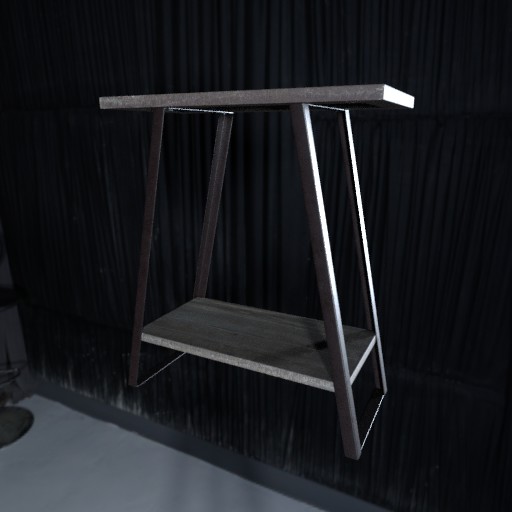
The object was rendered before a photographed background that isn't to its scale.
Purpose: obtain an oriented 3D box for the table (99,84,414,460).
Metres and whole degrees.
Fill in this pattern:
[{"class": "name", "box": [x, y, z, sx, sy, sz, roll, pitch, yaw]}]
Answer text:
[{"class": "table", "box": [0.000, 0.000, 1.036, 0.599, 0.701, 0.300, 8, 17, 26]}]
